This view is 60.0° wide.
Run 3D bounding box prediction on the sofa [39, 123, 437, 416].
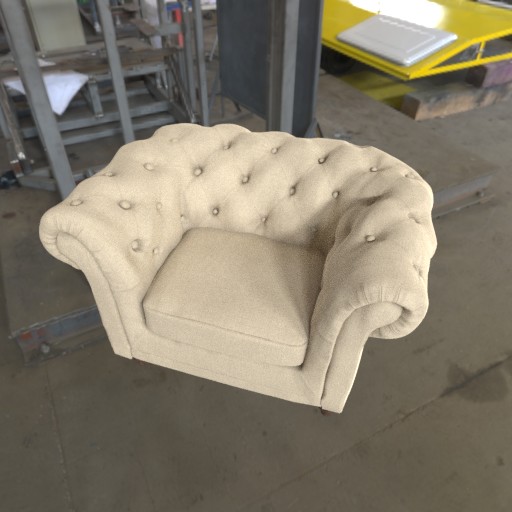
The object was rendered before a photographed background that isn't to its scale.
[{"bbox_3d":[0.000,0.000,2.013,1.405,0.878,1.034,12,42,13],"label":"sofa"}]
